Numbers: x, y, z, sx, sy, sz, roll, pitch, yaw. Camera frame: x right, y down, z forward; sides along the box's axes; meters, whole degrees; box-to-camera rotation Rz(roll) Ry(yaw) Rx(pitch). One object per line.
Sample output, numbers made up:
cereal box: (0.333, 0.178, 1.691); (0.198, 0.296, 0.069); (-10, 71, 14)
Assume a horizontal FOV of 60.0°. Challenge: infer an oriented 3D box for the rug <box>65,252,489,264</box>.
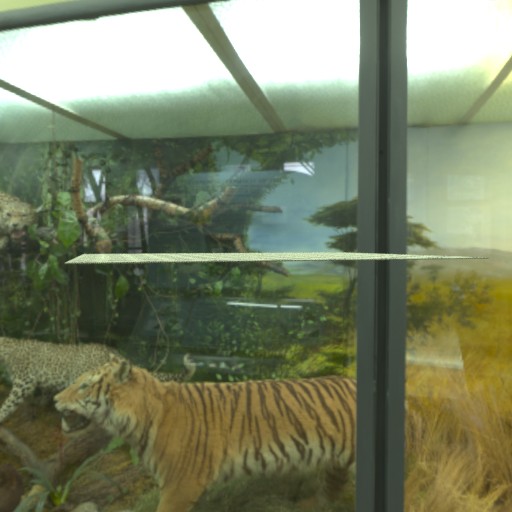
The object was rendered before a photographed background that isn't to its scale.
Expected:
rug: (0.000, 0.000, 4.071); (3.061, 0.010, 2.330); (-1, 2, -19)
